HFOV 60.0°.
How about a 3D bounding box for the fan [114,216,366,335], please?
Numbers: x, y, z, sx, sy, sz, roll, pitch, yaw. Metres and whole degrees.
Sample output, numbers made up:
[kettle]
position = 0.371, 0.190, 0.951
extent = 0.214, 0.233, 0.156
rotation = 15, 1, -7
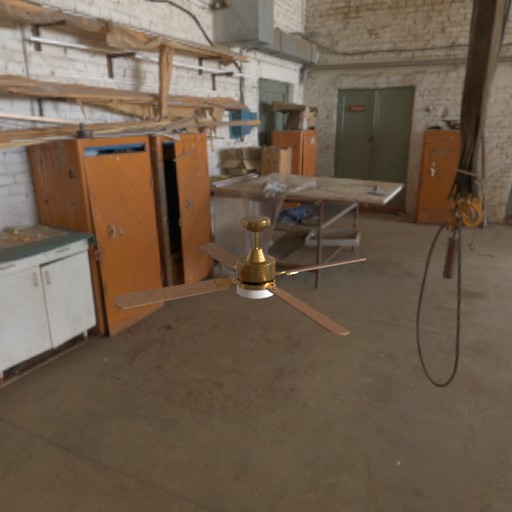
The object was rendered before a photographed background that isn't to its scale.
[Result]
[fan]
position = 0.000, 0.000, 2.082
extent = 1.320, 0.355, 1.320
rotation = -9, 19, -26
